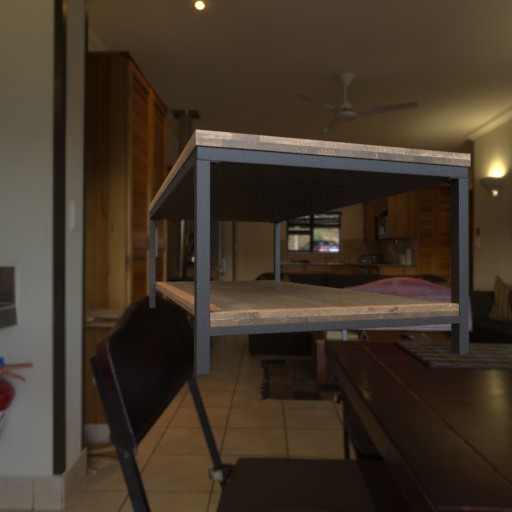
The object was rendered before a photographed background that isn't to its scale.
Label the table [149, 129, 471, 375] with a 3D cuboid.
[{"bbox_3d":[0.000,0.000,1.324,0.551,0.399,1.100,0,-1,-17],"label":"table"}]
